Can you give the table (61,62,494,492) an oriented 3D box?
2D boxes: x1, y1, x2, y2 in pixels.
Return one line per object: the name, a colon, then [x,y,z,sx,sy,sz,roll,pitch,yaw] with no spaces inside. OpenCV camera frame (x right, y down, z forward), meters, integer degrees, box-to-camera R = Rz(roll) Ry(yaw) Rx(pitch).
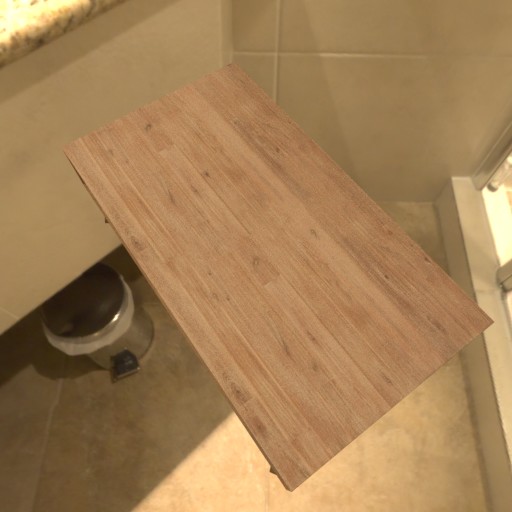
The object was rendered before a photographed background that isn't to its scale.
table: [0.000,0.000,1.973,0.918,0.531,1.619,-33,68,-15]
